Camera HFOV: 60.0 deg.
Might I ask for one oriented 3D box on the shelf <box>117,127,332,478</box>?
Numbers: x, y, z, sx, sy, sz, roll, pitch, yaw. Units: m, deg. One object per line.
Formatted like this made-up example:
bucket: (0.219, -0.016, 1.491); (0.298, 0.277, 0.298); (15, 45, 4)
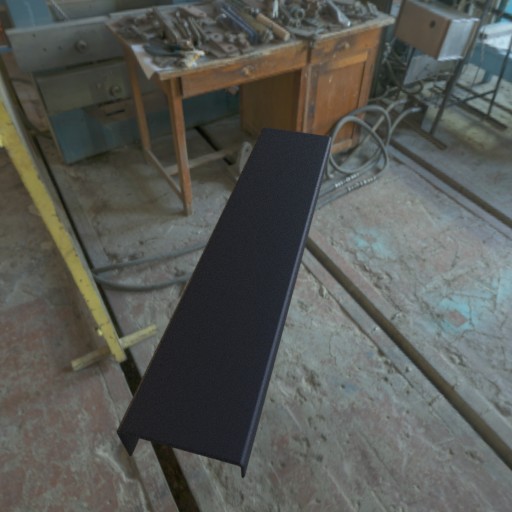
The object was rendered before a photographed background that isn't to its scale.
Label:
shelf: (0.000, 0.000, 0.497); (0.102, 0.053, 0.456); (11, 47, 10)
